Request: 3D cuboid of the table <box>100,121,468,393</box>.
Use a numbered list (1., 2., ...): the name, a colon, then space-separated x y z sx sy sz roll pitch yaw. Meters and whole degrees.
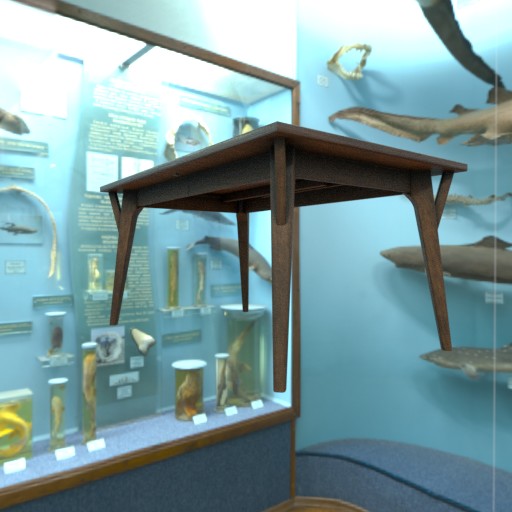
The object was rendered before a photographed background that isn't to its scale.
1. table: 0.000 0.000 2.106 0.990 0.761 1.524 0 1 -37
